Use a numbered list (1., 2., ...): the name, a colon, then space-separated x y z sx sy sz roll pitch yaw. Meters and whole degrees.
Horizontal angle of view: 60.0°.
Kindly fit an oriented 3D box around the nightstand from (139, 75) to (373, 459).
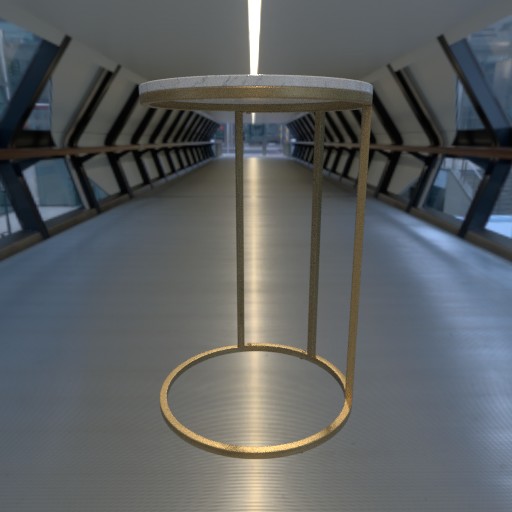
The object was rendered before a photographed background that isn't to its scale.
1. nightstand: 0.000 0.000 0.862 0.400 0.610 0.400 14 21 42
